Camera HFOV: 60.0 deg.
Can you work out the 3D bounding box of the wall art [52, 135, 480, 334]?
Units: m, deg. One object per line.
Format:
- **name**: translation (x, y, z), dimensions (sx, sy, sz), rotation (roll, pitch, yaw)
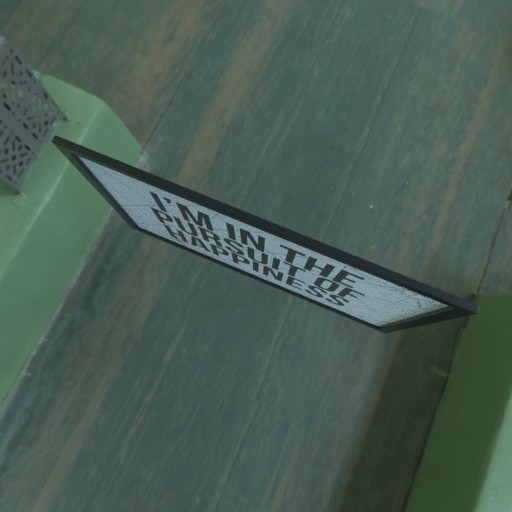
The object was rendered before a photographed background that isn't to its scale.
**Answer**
- **wall art**: translation (0.000, 0.000, 1.055), dimensions (0.819, 0.552, 0.015), rotation (22, 78, 5)
